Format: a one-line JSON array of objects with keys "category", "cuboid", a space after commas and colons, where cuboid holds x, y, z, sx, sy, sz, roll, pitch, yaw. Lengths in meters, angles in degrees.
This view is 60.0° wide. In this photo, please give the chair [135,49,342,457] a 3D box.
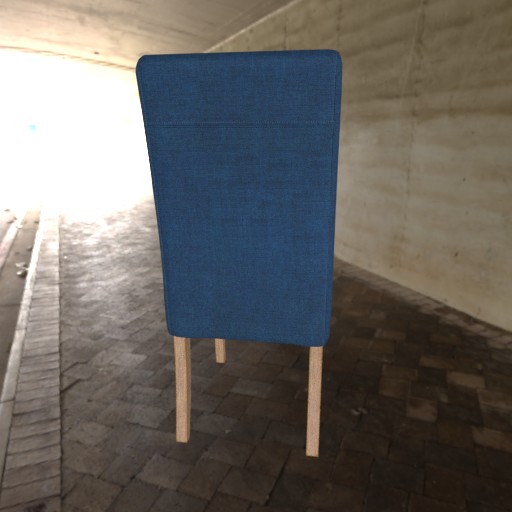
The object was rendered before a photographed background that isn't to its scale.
[{"category": "chair", "cuboid": [0.000, 0.000, 1.323, 0.450, 1.029, 0.610, 2, 15, 9]}]
